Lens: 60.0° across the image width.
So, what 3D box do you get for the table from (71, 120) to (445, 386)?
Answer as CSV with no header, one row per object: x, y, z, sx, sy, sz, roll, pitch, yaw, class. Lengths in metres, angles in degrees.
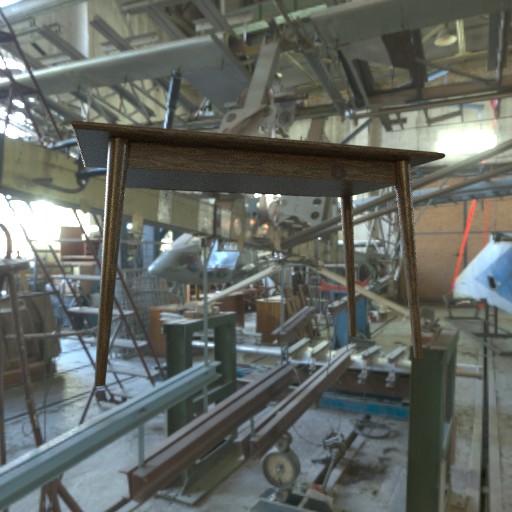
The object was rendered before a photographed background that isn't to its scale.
0.000,0.000,1.748,1.300,0.780,0.599,0,0,-18,table
